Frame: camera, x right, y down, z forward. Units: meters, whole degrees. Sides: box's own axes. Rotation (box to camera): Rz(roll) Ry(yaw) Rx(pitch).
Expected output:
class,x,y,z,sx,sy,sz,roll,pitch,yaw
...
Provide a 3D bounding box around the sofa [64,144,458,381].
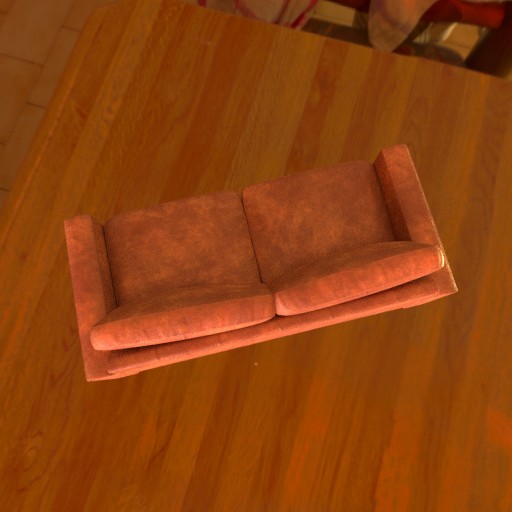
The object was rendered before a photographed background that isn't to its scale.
class,x,y,z,sx,sy,sz,roll,pitch,yaw
sofa,0.000,0.000,2.742,2.179,0.873,1.016,-13,77,-3
